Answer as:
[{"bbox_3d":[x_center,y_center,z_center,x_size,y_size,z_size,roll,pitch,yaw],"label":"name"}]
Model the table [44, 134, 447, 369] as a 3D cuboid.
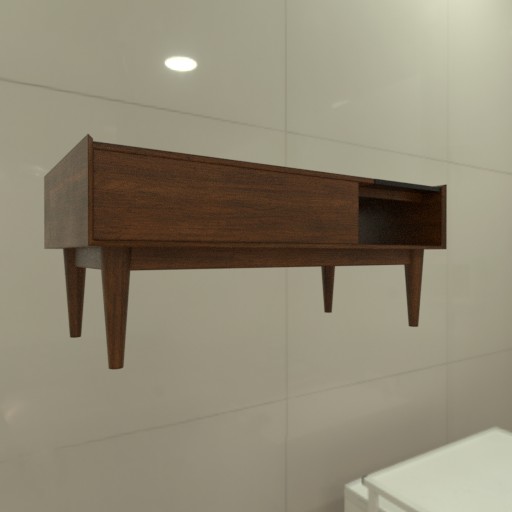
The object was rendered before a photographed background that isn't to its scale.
[{"bbox_3d":[0.000,0.000,1.498,1.221,0.508,0.610,0,0,-33],"label":"table"}]
